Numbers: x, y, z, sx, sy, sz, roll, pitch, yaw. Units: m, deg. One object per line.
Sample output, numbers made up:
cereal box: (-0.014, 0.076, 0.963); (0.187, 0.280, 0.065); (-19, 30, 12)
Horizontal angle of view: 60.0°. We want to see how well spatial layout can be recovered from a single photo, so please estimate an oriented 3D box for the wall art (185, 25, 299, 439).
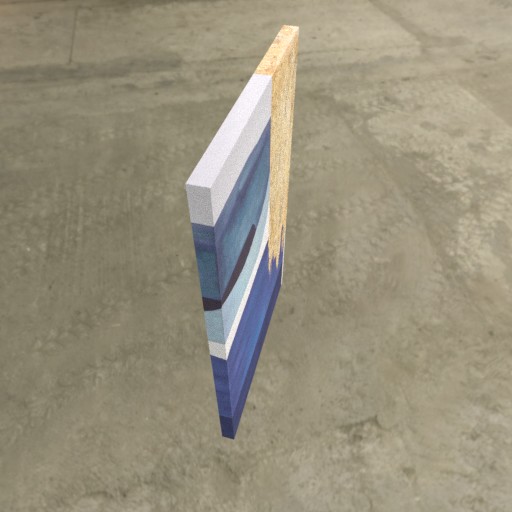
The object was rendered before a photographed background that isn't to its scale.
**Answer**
wall art: (0.000, 0.000, 1.145); (0.039, 0.911, 0.607); (11, 48, 10)
